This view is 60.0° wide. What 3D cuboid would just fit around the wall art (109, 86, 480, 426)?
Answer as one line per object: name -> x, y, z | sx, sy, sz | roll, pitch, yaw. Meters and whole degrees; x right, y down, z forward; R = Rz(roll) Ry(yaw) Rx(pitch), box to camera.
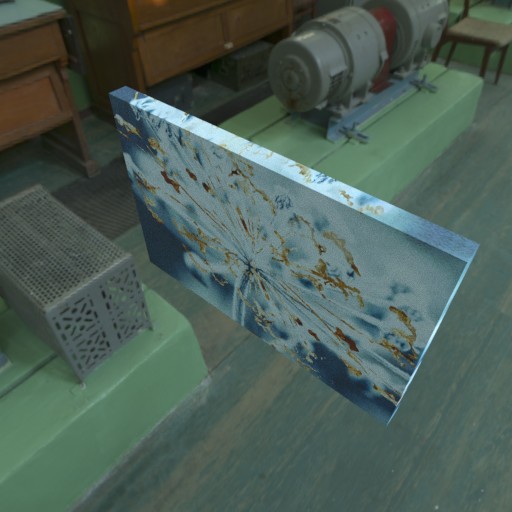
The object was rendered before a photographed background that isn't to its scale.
wall art -> 0.000, 0.000, 0.756 | 0.607, 0.405, 0.036 | 31, 53, 27
